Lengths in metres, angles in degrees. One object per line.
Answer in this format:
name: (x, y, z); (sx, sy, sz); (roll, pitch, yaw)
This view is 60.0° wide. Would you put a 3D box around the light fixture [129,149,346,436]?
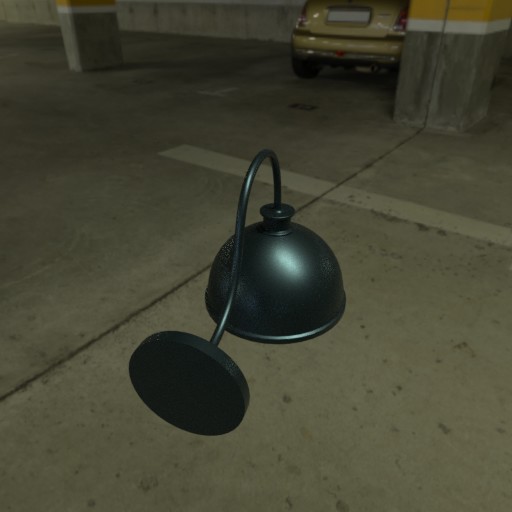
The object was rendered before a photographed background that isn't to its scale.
light fixture: (0.000, 0.000, 0.642); (0.253, 0.295, 0.467); (10, 32, 16)
